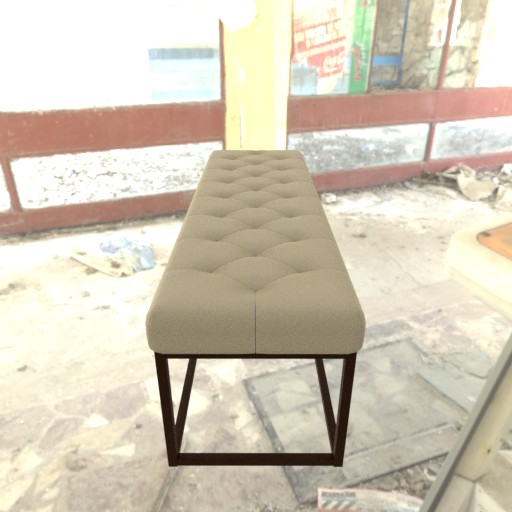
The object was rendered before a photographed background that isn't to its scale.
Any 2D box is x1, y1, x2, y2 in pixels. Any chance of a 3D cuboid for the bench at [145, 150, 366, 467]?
[{"bbox_3d":[0.000,0.000,1.687,0.479,0.488,1.488,0,26,0],"label":"bench"}]
